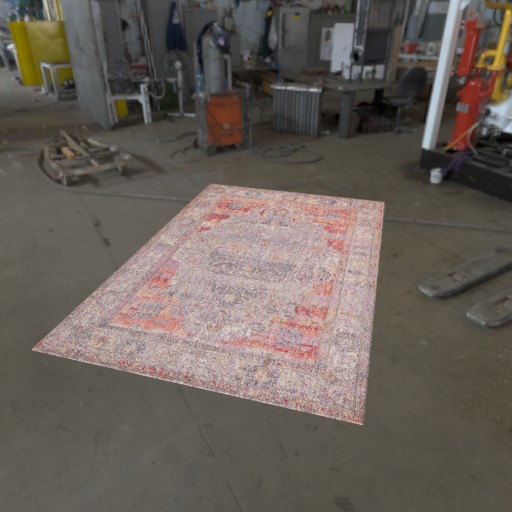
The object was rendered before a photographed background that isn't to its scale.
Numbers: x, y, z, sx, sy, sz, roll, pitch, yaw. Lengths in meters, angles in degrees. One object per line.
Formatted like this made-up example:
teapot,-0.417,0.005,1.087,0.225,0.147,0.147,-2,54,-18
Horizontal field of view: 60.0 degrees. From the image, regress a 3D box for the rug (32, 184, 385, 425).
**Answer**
rug,0.000,0.000,2.274,1.219,0.005,1.829,8,31,14
